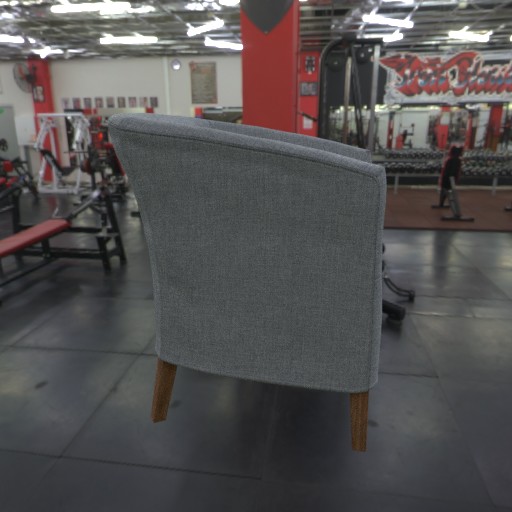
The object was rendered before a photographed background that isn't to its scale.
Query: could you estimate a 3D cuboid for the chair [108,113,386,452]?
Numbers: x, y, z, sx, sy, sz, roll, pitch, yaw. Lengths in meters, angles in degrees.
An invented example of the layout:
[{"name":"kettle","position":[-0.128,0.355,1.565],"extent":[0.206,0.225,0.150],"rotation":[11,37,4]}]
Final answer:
[{"name":"chair","position":[0.000,0.000,1.253],"extent":[0.668,0.771,0.600],"rotation":[3,17,11]}]
